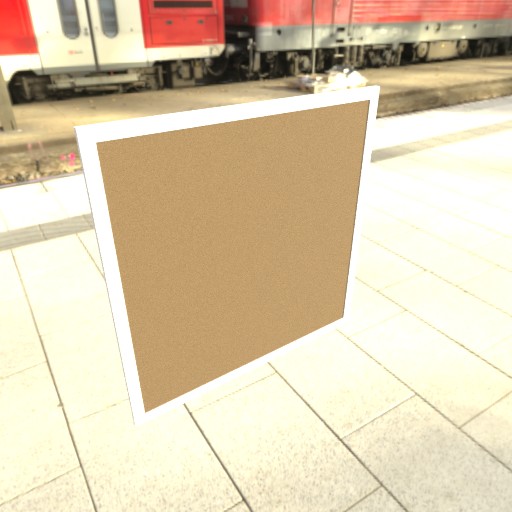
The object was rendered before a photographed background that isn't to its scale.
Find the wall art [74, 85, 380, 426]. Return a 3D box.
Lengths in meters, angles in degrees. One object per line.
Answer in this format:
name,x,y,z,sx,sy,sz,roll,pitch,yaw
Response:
wall art,0.000,0.000,1.220,0.812,0.812,0.015,-19,35,-29
